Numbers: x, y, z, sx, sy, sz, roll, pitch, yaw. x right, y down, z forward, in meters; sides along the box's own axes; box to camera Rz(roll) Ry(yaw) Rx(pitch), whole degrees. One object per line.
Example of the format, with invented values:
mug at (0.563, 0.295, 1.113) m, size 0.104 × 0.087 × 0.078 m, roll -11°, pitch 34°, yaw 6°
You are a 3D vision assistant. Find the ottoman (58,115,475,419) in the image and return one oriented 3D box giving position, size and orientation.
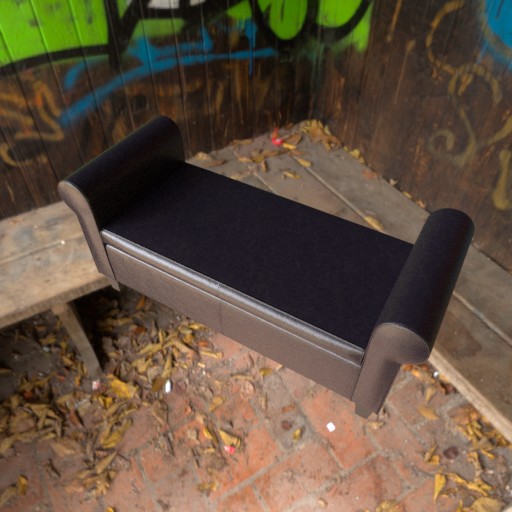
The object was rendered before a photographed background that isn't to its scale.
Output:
ottoman at (0.000, 0.000, 1.577) m, size 1.256 × 0.547 × 0.521 m, roll 23°, pitch 50°, yaw 21°
